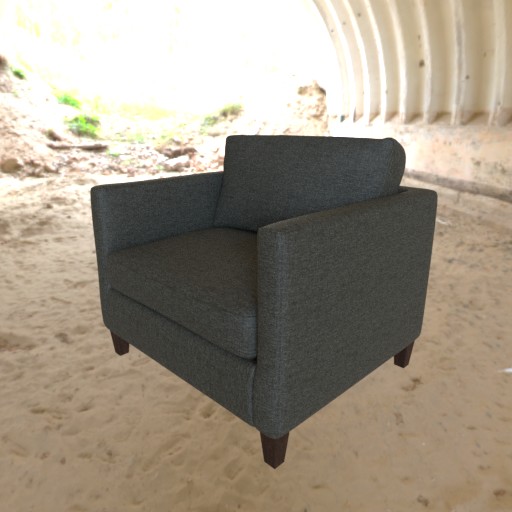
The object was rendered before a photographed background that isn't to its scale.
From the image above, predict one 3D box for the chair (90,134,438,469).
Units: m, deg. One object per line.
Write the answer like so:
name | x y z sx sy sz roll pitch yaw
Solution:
chair | 0.000 0.000 1.842 0.959 0.963 1.107 -17 24 -42
